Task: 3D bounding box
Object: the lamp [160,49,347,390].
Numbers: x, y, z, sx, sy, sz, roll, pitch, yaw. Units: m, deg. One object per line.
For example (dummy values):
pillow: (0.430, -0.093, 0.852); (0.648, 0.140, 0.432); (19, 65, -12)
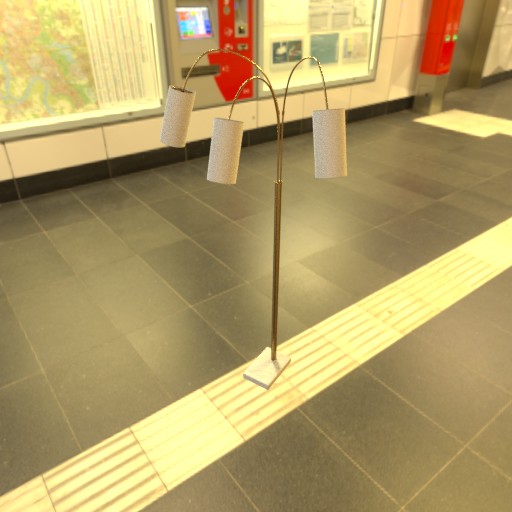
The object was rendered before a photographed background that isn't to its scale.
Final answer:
lamp: (0.000, 0.000, 2.463); (1.020, 2.055, 0.667); (18, 36, 28)
